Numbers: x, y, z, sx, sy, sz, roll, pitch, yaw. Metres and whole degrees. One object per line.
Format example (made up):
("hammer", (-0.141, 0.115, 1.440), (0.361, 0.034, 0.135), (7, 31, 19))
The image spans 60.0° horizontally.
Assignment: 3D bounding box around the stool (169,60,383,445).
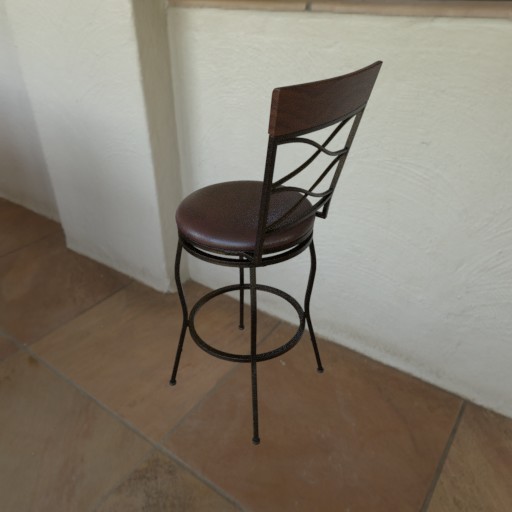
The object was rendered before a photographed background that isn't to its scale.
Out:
("stool", (0.000, 0.000, 1.398), (0.513, 1.130, 0.448), (23, 38, 32))
